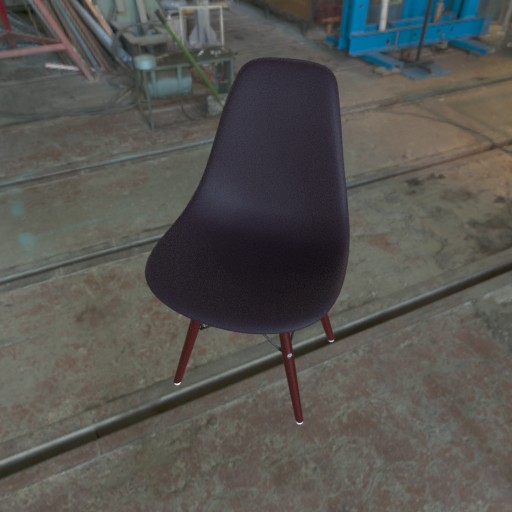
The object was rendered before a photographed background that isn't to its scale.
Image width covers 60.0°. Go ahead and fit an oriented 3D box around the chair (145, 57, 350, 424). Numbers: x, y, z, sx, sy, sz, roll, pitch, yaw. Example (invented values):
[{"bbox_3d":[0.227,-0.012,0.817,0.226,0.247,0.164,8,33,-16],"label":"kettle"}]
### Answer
[{"bbox_3d":[0.000,0.000,1.146,0.470,0.826,0.533,13,42,14],"label":"chair"}]
